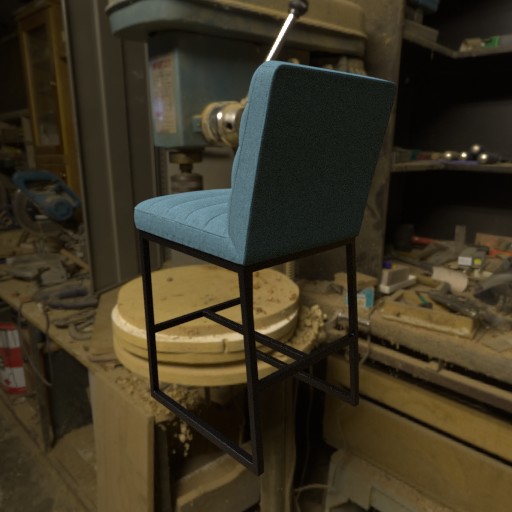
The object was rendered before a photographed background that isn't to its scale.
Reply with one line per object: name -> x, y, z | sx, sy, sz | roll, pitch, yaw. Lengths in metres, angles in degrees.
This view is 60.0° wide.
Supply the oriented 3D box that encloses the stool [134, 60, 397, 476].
stool -> 0.000, 0.000, 1.262 | 0.460, 0.940, 0.560 | -14, 20, -42
